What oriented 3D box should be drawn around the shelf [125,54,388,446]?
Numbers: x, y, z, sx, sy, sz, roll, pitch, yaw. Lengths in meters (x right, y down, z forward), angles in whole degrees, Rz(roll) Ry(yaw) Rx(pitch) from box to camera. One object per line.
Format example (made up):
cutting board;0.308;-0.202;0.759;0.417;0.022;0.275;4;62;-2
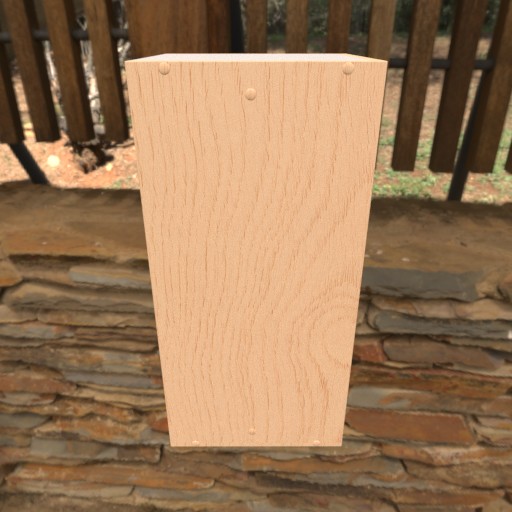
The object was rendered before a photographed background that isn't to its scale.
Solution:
shelf;0.000;0.000;0.731;0.290;0.600;0.250;0;26;0
